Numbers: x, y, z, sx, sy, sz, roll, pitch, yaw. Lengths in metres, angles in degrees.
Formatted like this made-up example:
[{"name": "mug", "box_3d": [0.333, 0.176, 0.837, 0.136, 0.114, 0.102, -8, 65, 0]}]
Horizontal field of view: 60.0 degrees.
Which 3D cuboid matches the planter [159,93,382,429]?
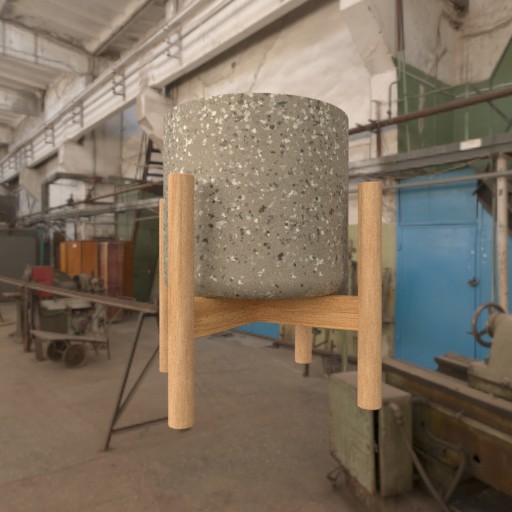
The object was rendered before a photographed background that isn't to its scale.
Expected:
[{"name": "planter", "box_3d": [0.000, 0.000, 0.544, 0.284, 0.320, 0.284, 0, 1, -37]}]
